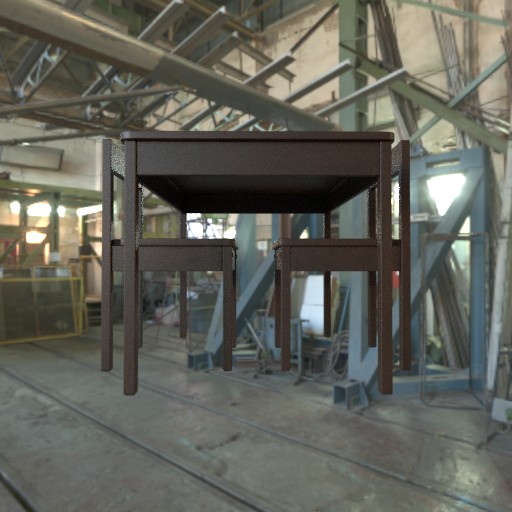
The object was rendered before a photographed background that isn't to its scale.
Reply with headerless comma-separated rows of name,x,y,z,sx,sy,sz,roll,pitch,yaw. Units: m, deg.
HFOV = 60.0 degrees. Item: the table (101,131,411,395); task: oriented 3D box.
table,0.000,0.000,1.102,0.672,0.503,0.650,0,-1,-1
